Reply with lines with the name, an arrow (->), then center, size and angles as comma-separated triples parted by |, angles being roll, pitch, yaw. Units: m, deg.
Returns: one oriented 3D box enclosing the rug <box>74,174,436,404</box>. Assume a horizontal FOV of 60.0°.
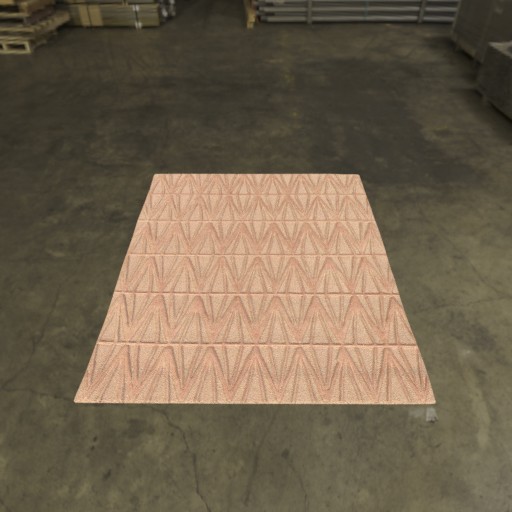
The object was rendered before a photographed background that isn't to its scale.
rug -> 0.000, 0.000, 4.135 | 2.453, 0.043, 3.052 | 0, 40, 0
